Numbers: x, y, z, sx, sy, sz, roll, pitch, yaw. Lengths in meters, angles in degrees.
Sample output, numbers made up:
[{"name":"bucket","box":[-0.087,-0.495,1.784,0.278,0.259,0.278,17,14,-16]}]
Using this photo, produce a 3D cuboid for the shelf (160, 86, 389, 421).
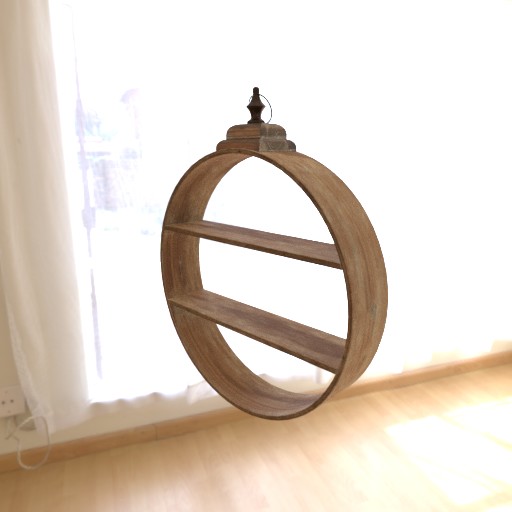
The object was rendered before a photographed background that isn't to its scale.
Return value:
[{"name":"shelf","box":[0.000,0.000,1.008,0.601,0.725,0.125,14,19,43]}]
